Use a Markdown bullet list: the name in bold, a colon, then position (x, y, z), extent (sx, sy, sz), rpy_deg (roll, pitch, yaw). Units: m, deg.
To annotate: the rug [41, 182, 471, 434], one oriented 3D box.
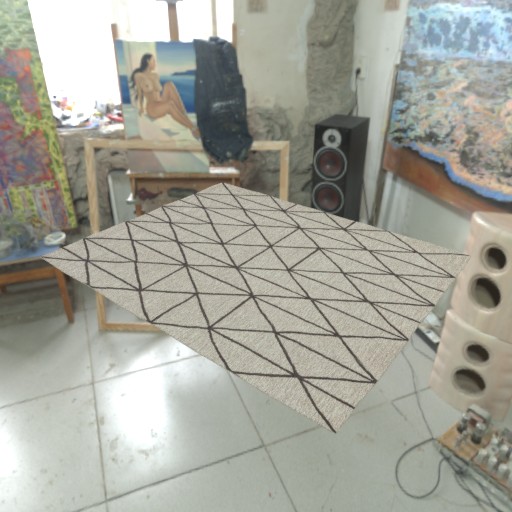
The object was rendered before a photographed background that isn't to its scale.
- **rug**: position (0.000, 0.000, 4.003), extent (3.061, 0.022, 2.468), rpy_deg (22, 36, 33)
